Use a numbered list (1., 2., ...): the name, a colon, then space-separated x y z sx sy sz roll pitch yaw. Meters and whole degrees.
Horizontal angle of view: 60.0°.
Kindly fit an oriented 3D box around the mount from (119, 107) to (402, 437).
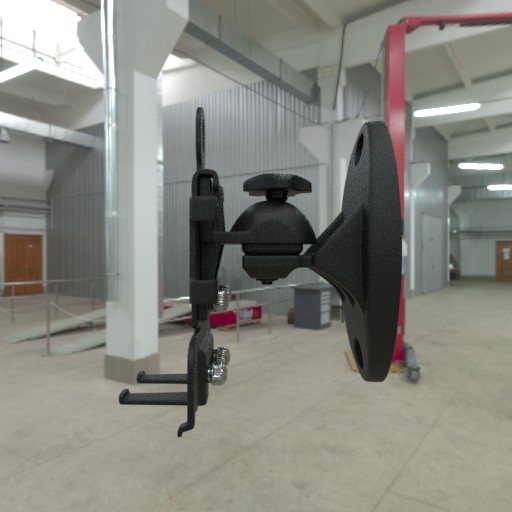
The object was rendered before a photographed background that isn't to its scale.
1. mount: 0.000 0.000 0.178 0.100 0.118 0.066 0 0 -1
